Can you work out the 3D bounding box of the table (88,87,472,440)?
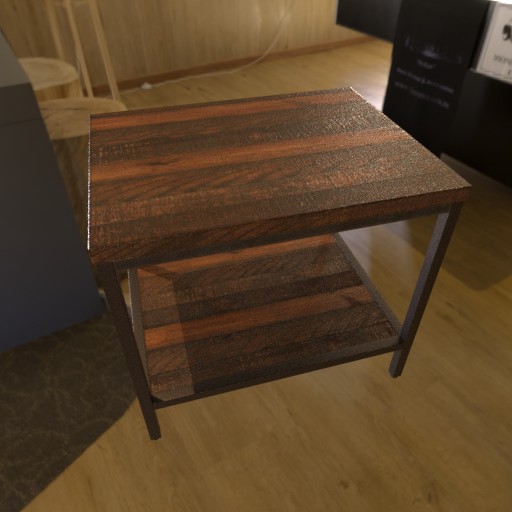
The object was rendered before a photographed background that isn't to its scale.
[{"bbox_3d":[0.000,0.000,1.133,0.678,0.612,0.524,-10,42,-12],"label":"table"}]
